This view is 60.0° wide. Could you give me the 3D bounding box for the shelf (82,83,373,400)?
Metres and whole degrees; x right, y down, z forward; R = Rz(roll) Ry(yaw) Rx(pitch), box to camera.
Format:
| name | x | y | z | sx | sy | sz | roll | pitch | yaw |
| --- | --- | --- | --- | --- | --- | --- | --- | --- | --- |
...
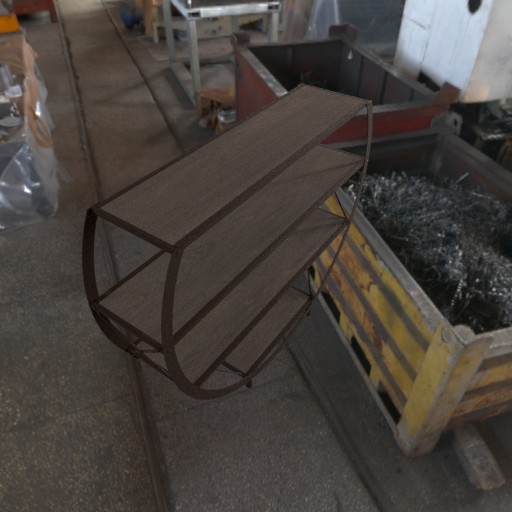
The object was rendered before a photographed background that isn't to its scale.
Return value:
| name | x | y | z | sx | sy | sz | roll | pitch | yaw |
| --- | --- | --- | --- | --- | --- | --- | --- | --- | --- |
| shelf | 0.000 | 0.000 | 1.932 | 0.344 | 1.063 | 1.403 | 25 | 47 | 26 |
